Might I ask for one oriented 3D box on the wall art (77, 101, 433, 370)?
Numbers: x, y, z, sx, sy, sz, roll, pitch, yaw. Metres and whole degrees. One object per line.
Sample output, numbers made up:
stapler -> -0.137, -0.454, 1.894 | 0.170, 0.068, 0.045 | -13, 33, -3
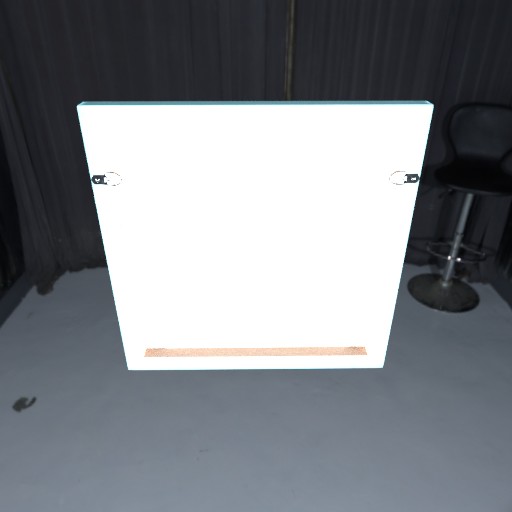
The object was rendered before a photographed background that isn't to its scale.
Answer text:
wall art -> 0.000, 0.000, 1.616 | 1.071, 1.073, 0.070 | 0, 30, -1
